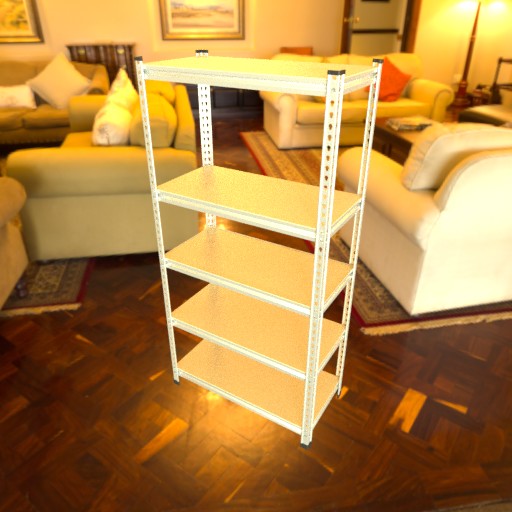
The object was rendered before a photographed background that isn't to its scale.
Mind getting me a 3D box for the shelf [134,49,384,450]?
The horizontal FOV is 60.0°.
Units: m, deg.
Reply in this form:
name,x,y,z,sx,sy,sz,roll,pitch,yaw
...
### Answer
name,x,y,z,sx,sy,sz,roll,pitch,yaw
shelf,0.000,0.000,2.233,0.914,1.829,0.457,17,33,27
